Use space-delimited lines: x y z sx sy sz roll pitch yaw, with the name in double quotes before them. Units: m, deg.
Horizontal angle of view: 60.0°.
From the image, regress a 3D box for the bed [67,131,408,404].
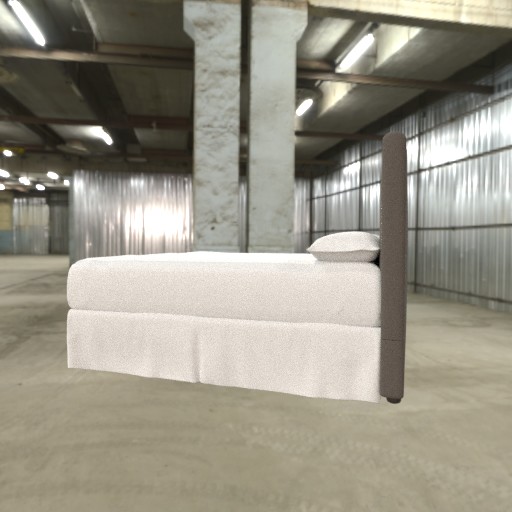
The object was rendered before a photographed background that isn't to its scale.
"bed" 0.000 0.000 3.147 2.036 1.387 1.666 1 2 19
